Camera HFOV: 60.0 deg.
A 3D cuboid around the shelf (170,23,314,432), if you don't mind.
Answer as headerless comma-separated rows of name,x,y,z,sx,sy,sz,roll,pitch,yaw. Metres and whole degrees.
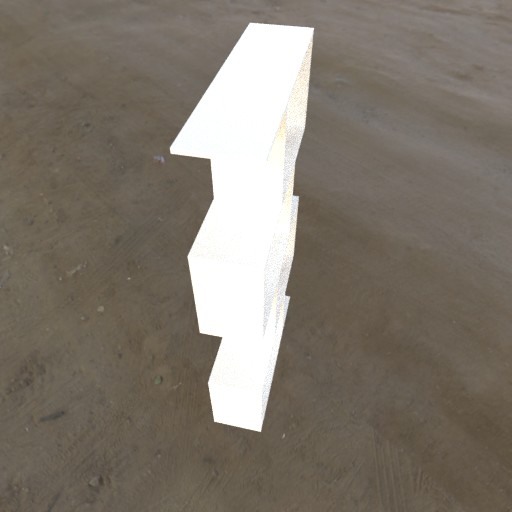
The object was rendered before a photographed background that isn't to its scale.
shelf,0.000,0.000,1.997,0.250,1.650,0.890,9,47,9
